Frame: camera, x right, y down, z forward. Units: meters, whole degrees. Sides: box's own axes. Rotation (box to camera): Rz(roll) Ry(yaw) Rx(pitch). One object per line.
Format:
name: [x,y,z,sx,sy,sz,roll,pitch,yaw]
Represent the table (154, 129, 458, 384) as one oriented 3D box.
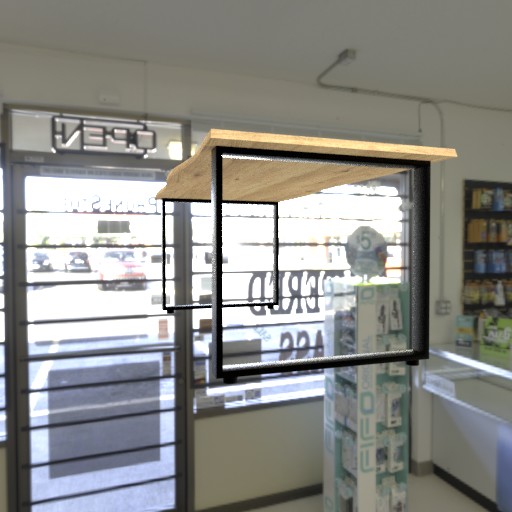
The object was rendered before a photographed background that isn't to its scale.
table: [0.000,0.000,2.273,0.900,0.780,1.800,0,1,-18]
